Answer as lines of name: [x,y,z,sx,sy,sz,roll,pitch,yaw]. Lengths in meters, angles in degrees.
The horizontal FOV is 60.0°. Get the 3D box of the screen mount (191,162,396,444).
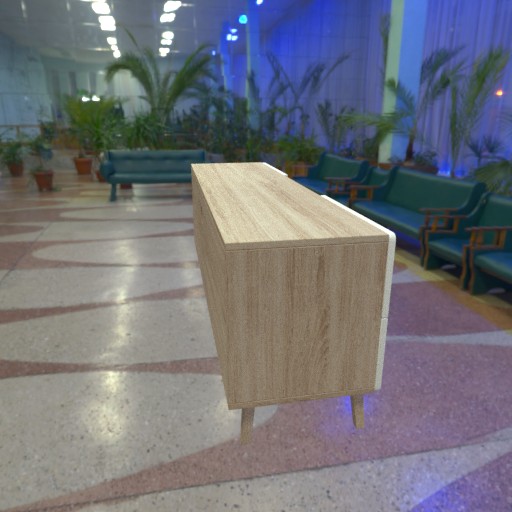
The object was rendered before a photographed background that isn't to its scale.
screen mount: [0.000,0.000,1.781,0.420,0.570,1.500,-3,19,-10]
